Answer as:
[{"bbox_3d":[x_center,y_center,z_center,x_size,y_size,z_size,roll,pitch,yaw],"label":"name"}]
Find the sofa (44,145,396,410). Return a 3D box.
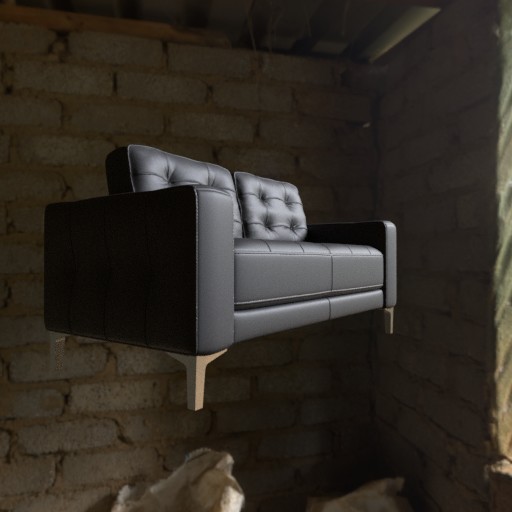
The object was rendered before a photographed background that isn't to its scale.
[{"bbox_3d":[0.000,0.000,2.155,0.833,0.893,1.726,0,0,36],"label":"sofa"}]
